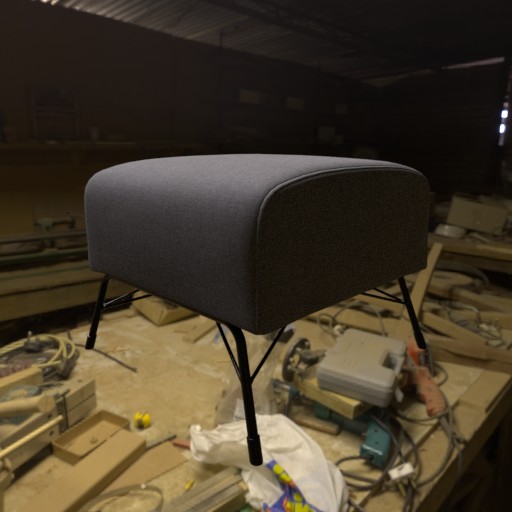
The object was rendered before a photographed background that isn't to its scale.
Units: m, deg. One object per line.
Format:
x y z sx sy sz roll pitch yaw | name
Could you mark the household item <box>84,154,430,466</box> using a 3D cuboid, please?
0.000 0.000 0.915 0.530 0.410 0.530 13 19 43 | household item
